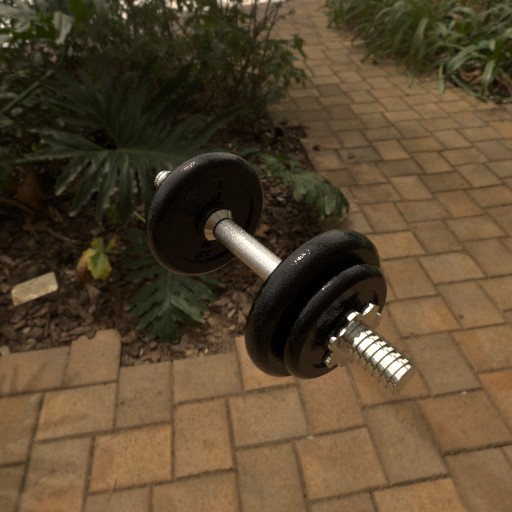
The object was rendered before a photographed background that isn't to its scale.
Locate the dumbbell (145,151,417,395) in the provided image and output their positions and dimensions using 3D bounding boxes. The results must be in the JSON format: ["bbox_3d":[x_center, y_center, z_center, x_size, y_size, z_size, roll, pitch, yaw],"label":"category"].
[{"bbox_3d":[0.000,0.000,0.601,0.202,0.202,0.497,-27,47,-28],"label":"dumbbell"}]
